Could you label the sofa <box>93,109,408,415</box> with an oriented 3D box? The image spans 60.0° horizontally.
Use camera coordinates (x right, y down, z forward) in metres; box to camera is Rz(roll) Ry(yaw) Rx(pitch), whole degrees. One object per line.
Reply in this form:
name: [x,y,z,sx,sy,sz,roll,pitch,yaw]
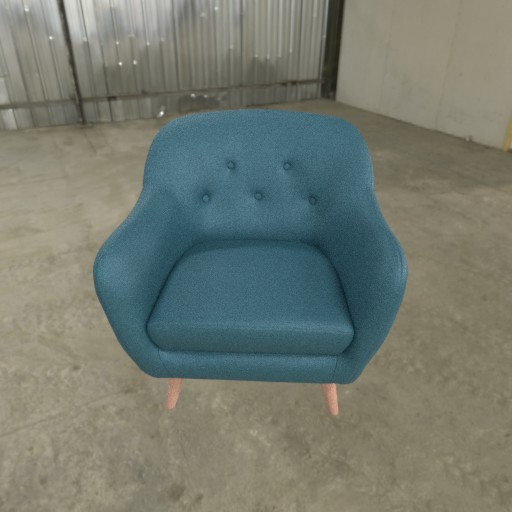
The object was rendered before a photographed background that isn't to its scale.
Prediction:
sofa: [0.000,0.000,1.544,0.836,0.817,0.825,1,31,2]
